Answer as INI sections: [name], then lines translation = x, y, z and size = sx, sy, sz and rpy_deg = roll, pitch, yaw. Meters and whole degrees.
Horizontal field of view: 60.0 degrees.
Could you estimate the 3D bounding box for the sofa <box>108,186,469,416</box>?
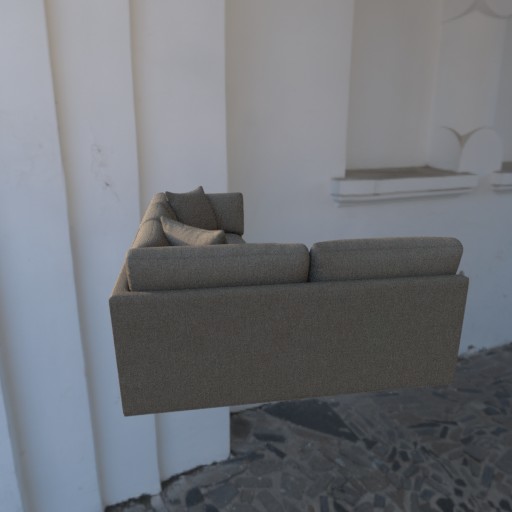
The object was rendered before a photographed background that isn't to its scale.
[sofa]
translation = 0.000, 0.000, 3.773
size = 1.994, 0.978, 2.896
rpy_deg = -3, 15, -10
